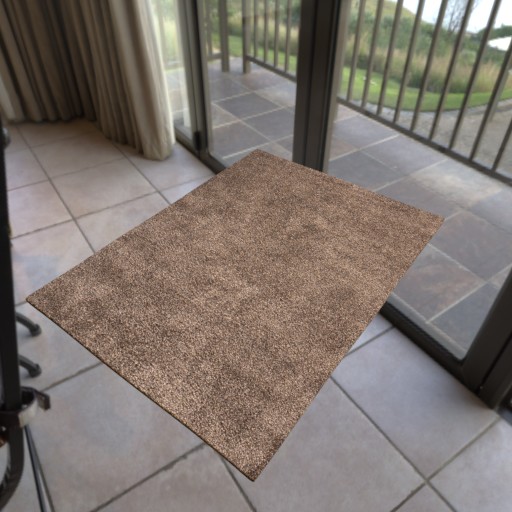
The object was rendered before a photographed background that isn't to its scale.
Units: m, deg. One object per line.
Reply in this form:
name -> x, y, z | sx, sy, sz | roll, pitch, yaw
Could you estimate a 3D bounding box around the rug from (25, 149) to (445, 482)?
rug -> 0.000, 0.000, 2.049 | 1.198, 0.025, 1.601 | 27, 48, 27
